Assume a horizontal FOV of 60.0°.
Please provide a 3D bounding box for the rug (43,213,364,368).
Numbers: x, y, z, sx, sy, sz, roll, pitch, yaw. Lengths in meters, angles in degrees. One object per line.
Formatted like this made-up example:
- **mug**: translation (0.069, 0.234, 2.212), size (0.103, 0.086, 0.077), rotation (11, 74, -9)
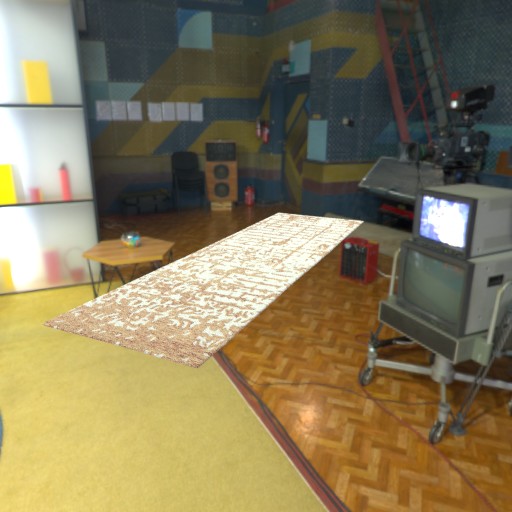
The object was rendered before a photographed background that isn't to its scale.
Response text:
- **rug**: translation (0.000, 0.000, 2.688), size (0.750, 0.011, 2.435), rotation (8, 19, 25)
